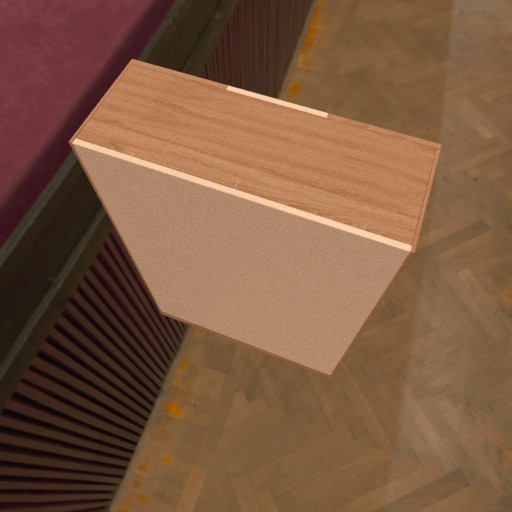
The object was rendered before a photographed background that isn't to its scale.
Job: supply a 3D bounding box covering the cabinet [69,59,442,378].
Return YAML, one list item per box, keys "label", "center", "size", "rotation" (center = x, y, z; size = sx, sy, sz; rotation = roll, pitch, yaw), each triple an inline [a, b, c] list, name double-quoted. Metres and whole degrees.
- label: "cabinet"
  center: [0.000, 0.000, 2.844]
  size: [1.500, 2.120, 0.590]
  rotation: [19, 64, 10]
